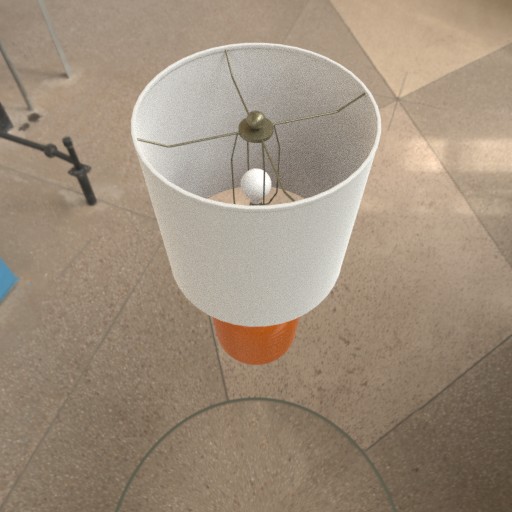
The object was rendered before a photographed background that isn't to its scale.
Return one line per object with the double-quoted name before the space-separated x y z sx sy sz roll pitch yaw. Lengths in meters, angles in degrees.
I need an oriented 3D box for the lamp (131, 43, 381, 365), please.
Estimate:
"lamp" 0.000 0.000 1.109 0.418 0.871 0.418 18 58 12
